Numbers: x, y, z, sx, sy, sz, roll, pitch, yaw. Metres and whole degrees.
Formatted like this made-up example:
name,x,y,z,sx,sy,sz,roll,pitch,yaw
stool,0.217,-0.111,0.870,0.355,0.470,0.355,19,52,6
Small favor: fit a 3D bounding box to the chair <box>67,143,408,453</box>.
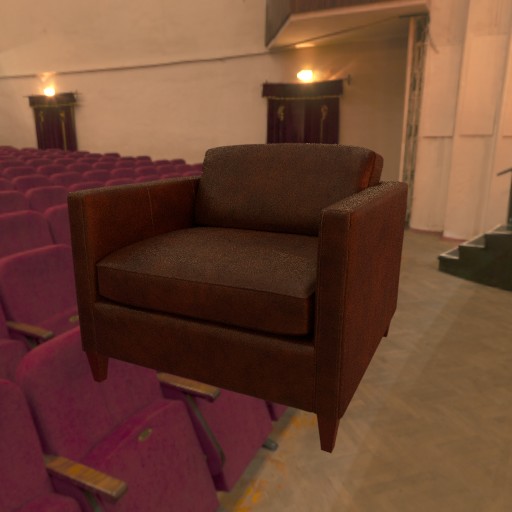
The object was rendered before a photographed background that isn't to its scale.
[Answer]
name,x,y,z,sx,sy,sz,roll,pitch,yaw
chair,0.000,0.000,1.749,0.990,0.864,0.975,7,16,25
